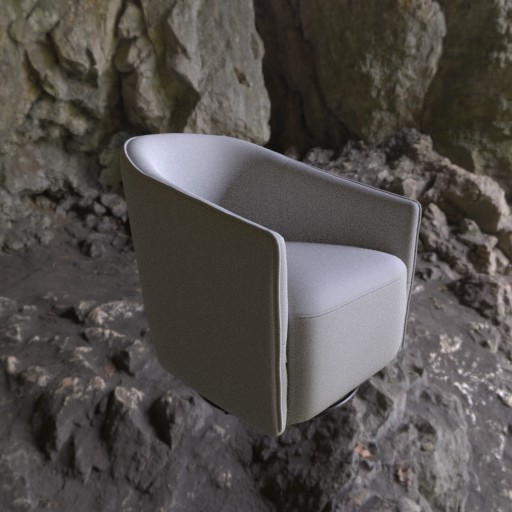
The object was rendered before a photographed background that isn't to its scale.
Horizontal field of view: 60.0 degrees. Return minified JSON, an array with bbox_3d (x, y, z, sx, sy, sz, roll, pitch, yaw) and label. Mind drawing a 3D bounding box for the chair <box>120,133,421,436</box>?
[{"bbox_3d":[0.000,0.000,1.488,0.875,0.799,0.747,14,20,43],"label":"chair"}]
